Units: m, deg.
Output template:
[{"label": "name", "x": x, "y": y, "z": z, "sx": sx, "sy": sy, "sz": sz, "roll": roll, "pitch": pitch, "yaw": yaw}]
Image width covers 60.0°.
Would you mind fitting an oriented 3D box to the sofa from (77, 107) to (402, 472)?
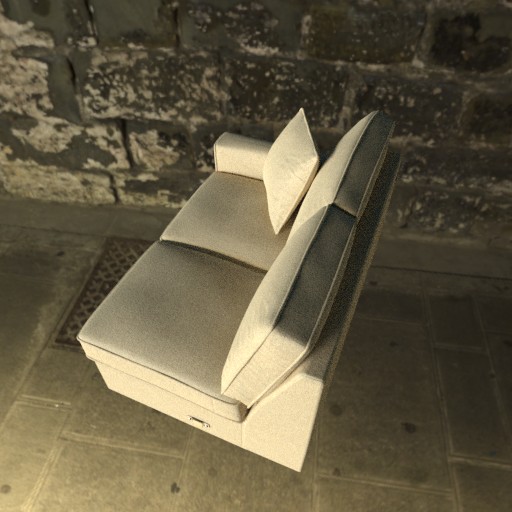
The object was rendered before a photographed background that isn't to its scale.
[{"label": "sofa", "x": 0.000, "y": 0.000, "z": 2.027, "sx": 0.991, "sy": 0.989, "sz": 1.388, "roll": 17, "pitch": 49, "yaw": 15}]
